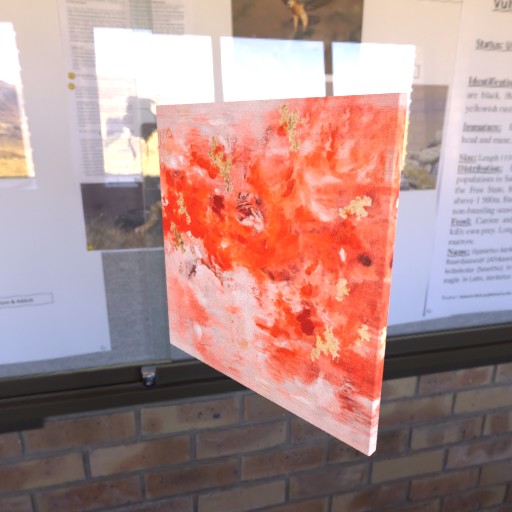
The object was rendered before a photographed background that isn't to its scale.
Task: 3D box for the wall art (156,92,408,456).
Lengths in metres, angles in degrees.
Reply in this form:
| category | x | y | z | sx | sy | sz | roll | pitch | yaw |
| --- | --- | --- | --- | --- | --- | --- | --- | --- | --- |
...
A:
| category | x | y | z | sx | sy | sz | roll | pitch | yaw |
| --- | --- | --- | --- | --- | --- | --- | --- | --- | --- |
| wall art | 0.000 | 0.000 | 1.327 | 0.878 | 0.878 | 0.066 | 16 | 22 | 42 |
